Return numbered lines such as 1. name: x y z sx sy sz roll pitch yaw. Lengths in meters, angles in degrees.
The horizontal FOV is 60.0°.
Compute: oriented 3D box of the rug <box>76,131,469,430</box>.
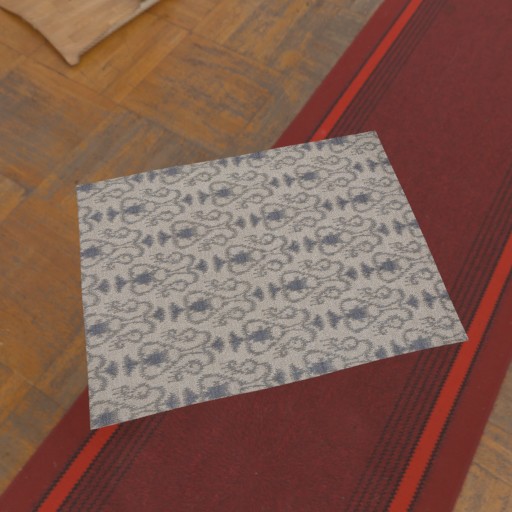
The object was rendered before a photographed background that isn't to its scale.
1. rug: 0.000 0.000 2.916 2.261 0.013 1.676 -12 64 -6
